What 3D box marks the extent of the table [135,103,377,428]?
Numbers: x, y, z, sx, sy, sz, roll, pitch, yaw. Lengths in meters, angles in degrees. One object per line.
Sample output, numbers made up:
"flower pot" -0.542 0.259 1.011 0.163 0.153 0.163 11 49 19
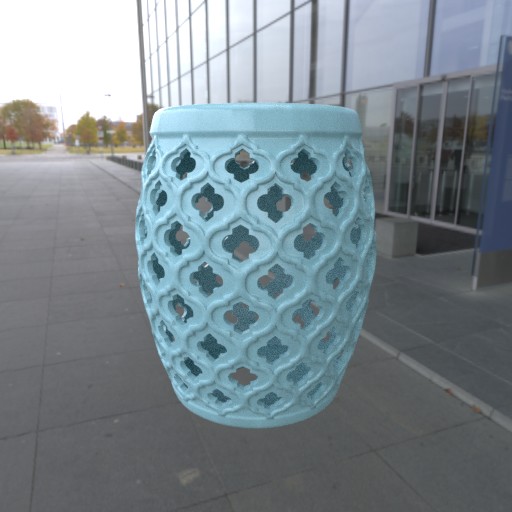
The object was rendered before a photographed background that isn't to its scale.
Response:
"table" 0.000 0.000 0.624 0.325 0.388 0.325 0 14 0
